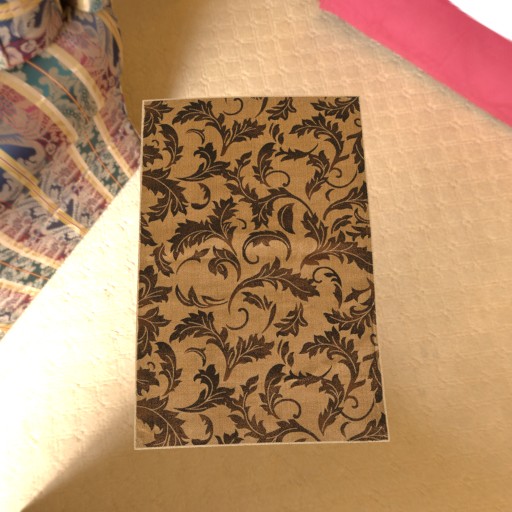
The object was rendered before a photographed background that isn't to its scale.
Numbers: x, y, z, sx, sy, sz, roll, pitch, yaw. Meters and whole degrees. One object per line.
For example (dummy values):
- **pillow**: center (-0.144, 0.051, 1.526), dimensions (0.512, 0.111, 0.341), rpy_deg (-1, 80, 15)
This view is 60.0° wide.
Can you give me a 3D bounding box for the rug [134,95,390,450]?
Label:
- **rug**: center (0.000, 0.000, 2.849), dimensions (1.522, 0.008, 2.284), rpy_deg (-2, 78, 0)
